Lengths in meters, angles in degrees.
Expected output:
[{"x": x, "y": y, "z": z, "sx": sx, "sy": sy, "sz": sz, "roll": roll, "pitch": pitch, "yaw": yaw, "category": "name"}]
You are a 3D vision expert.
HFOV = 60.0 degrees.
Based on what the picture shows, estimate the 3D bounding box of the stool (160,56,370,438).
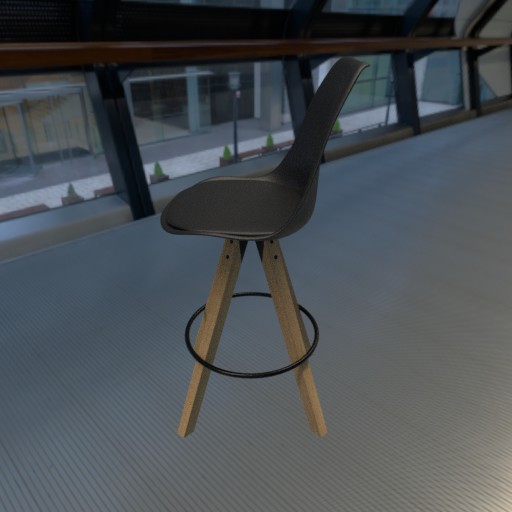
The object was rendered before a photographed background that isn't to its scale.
[{"x": 0.000, "y": 0.000, "z": 1.369, "sx": 0.550, "sy": 1.115, "sz": 0.485, "roll": 0, "pitch": 28, "yaw": 0, "category": "stool"}]
